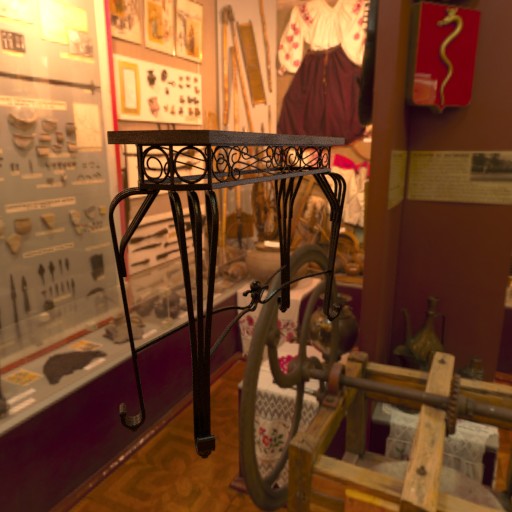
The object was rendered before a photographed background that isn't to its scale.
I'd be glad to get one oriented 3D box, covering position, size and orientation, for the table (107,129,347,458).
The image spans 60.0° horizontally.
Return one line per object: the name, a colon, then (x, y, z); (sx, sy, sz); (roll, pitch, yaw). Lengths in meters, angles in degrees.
table: (0.000, 0.000, 1.526); (0.329, 0.800, 1.112); (7, 16, 27)
